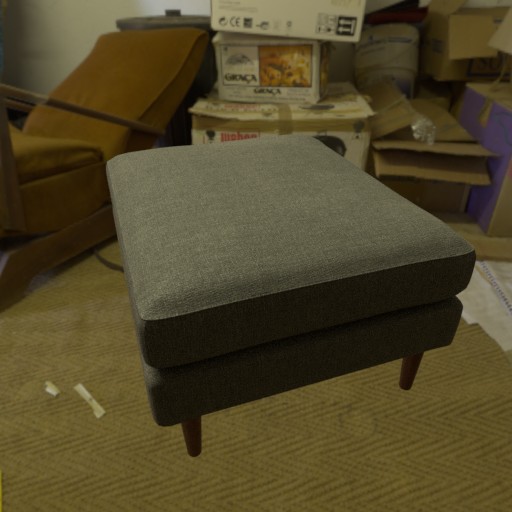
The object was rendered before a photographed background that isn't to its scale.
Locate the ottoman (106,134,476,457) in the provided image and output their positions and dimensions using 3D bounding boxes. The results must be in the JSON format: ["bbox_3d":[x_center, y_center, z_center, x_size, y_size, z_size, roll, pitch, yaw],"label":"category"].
[{"bbox_3d":[0.000,0.000,1.209,0.693,0.474,0.821,-11,33,-17],"label":"ottoman"}]
